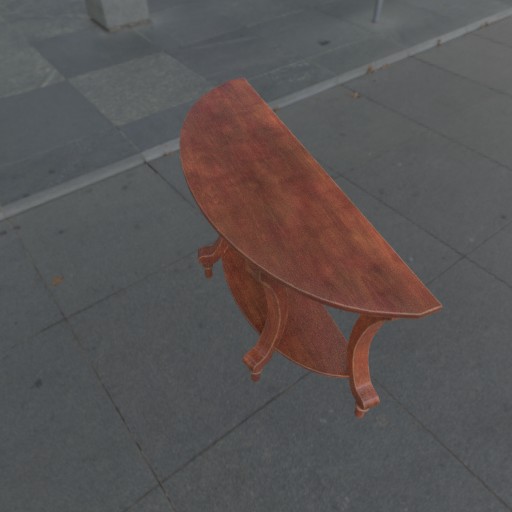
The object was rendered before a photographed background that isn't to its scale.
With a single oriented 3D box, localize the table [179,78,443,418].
[{"bbox_3d":[0.000,0.000,1.559,0.394,0.699,1.198,-17,49,-15],"label":"table"}]
